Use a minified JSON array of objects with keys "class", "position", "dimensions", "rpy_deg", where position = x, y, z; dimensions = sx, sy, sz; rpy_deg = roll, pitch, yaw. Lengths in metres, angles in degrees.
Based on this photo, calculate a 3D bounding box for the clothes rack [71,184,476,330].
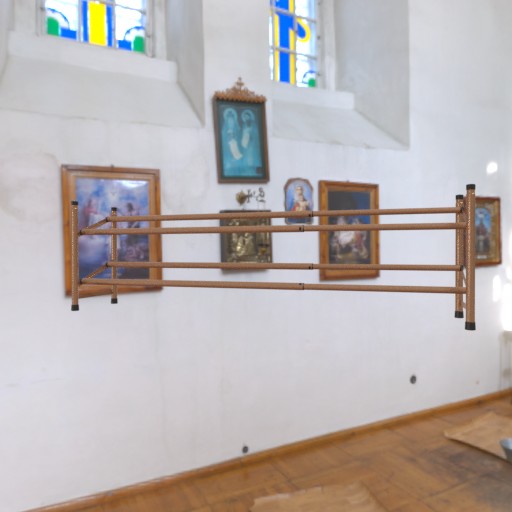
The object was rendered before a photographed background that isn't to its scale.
[{"class":"clothes rack","position":[0.000,0.000,1.334],"dimensions":[1.168,0.349,0.229],"rpy_deg":[0,1,18]}]
